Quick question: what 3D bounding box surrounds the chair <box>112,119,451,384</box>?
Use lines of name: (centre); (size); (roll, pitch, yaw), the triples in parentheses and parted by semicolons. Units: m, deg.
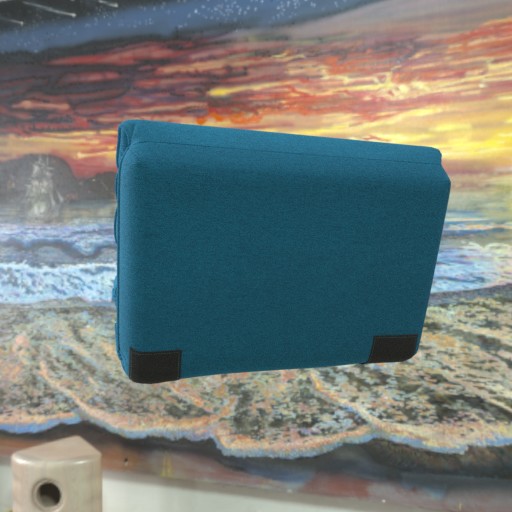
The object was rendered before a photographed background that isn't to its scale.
chair: (0.000, 0.000, 1.322); (0.820, 0.580, 0.780); (0, 0, -18)
